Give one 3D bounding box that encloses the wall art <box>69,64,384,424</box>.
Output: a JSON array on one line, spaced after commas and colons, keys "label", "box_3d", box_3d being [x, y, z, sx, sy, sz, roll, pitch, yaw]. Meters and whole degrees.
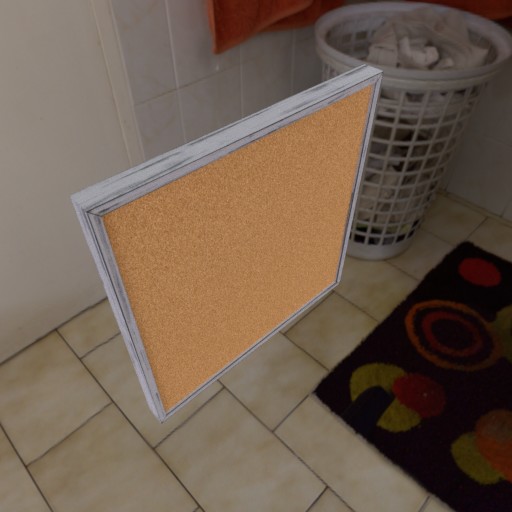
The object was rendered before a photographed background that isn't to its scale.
[{"label": "wall art", "box_3d": [0.000, 0.000, 0.763, 0.506, 0.506, 0.038, -33, 54, -28]}]
